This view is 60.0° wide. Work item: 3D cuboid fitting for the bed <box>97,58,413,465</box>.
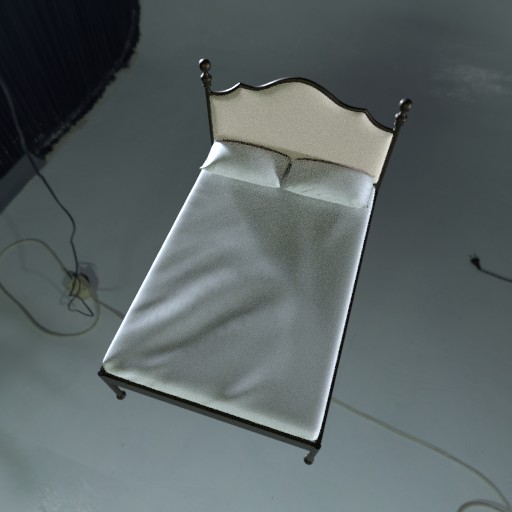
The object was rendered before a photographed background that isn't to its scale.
[{"bbox_3d":[0.000,0.000,3.136,1.533,1.462,2.170,15,59,9],"label":"bed"}]
